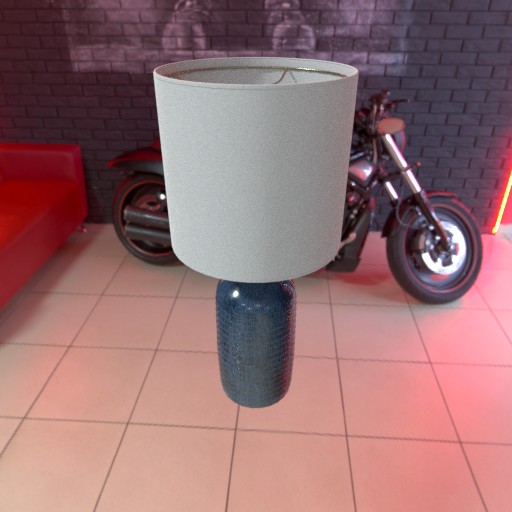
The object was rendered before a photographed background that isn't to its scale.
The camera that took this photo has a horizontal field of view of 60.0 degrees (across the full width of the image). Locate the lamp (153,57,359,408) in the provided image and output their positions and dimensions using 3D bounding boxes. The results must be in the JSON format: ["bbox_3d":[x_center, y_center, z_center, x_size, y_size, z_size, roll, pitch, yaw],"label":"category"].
[{"bbox_3d":[0.000,0.000,0.604,0.220,0.475,0.220,20,36,31],"label":"lamp"}]
